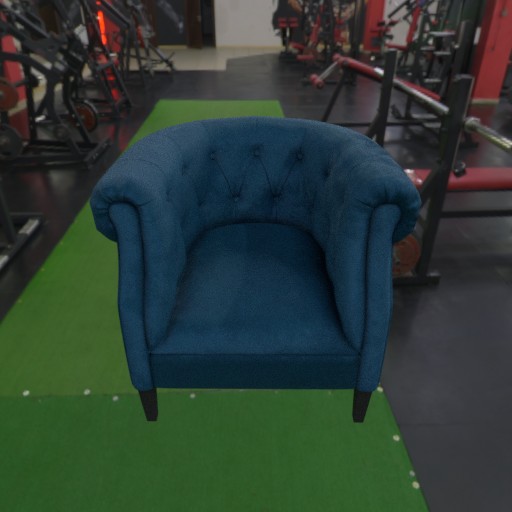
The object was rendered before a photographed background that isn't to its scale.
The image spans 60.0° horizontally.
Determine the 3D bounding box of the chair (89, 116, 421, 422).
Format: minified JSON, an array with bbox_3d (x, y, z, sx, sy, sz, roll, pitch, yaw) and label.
[{"bbox_3d":[0.000,0.000,1.598,0.904,0.826,0.851,0,31,0],"label":"chair"}]
